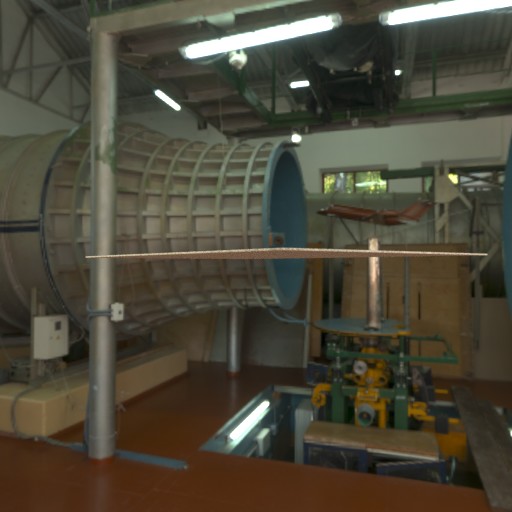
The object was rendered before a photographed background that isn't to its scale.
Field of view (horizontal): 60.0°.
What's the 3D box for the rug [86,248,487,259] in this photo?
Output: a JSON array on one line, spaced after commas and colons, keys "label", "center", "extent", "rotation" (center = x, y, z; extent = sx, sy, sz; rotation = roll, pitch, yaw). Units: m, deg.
[{"label": "rug", "center": [0.000, 0.000, 2.335], "extent": [1.211, 0.007, 1.827], "rotation": [1, -1, -38]}]
